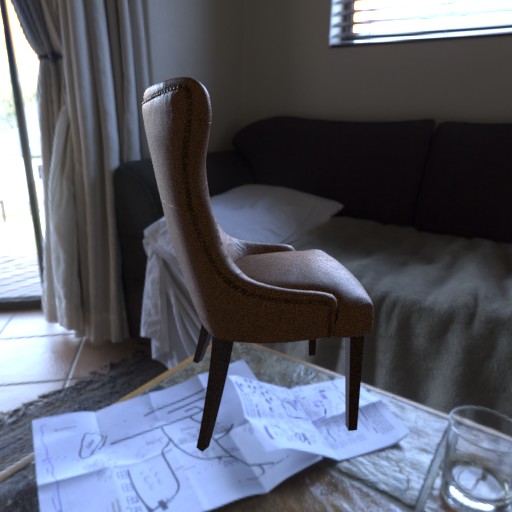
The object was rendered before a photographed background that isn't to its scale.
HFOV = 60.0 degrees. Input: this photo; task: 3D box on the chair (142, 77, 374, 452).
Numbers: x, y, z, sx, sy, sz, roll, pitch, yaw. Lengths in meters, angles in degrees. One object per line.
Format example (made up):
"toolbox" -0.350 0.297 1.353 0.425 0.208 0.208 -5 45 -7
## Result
"chair" 0.000 0.000 1.476 0.669 1.065 0.611 -3 18 -9
